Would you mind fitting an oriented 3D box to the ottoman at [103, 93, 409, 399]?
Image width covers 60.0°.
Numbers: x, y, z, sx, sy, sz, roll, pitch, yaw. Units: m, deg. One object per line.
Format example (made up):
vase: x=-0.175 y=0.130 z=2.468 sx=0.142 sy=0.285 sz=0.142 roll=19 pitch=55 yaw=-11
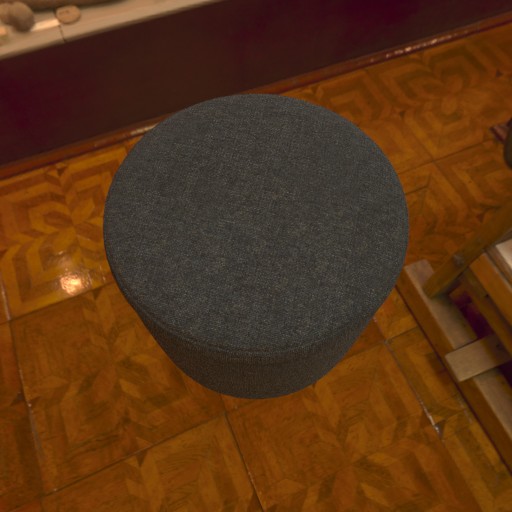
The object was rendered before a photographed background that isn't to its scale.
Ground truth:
ottoman: x=0.000 y=0.000 z=0.917 sx=0.520 sy=0.430 sz=0.520 roll=0 pitch=64 yaw=0
